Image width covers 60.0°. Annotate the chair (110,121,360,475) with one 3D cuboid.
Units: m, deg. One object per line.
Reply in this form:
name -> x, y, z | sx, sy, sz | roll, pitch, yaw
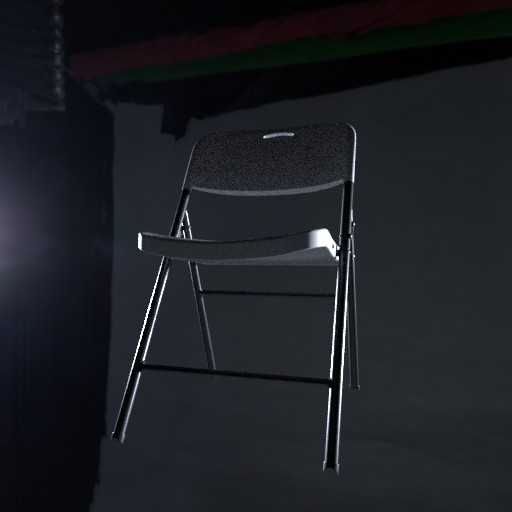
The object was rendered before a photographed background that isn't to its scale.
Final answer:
chair -> 0.000, 0.000, 1.155 | 0.494, 0.810, 0.566 | 0, 0, 17
